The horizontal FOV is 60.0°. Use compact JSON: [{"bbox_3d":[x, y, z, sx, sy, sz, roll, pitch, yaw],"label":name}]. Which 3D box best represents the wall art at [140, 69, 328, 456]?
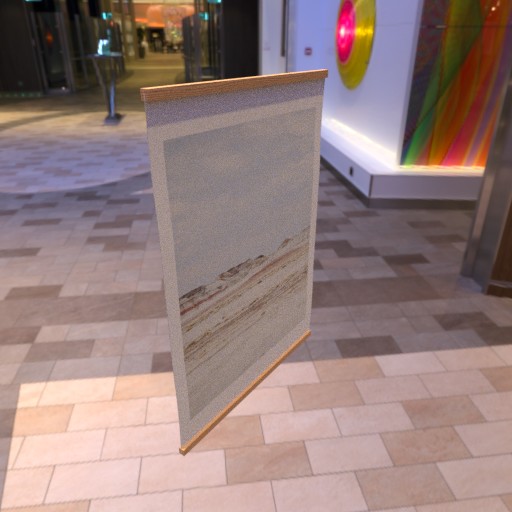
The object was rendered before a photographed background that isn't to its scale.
[{"bbox_3d":[0.000,0.000,1.353,0.020,1.016,0.739,18,31,32],"label":"wall art"}]
